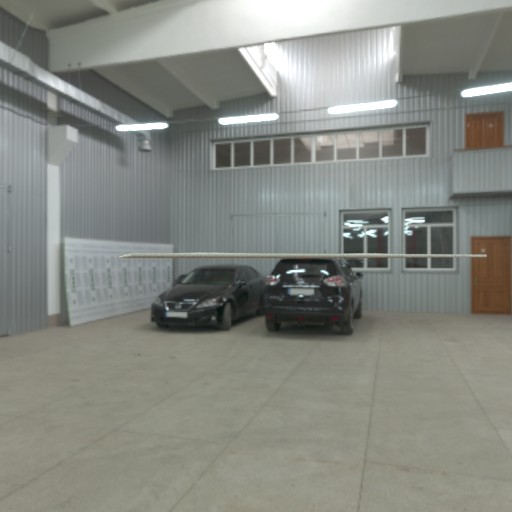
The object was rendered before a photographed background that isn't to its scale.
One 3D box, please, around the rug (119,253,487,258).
[{"bbox_3d":[0.000,0.000,3.989,2.311,0.032,2.921,0,0,-18],"label":"rug"}]
